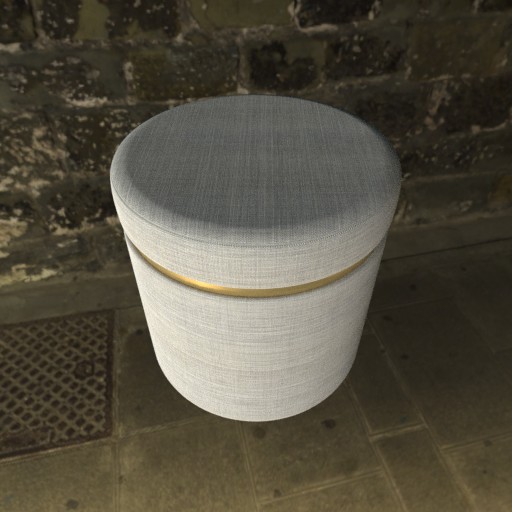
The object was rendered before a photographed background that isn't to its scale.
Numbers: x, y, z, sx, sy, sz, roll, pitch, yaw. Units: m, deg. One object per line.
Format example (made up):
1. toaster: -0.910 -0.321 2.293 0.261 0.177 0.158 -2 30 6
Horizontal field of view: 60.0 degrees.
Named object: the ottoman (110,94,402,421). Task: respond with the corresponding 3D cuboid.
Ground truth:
1. ottoman: 0.000 0.000 0.747 0.400 0.406 0.400 0 43 0
